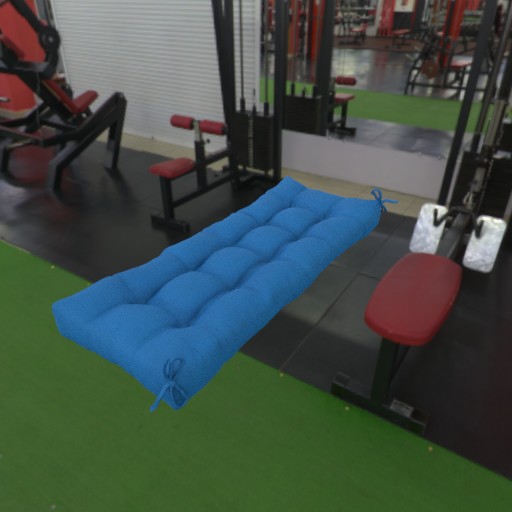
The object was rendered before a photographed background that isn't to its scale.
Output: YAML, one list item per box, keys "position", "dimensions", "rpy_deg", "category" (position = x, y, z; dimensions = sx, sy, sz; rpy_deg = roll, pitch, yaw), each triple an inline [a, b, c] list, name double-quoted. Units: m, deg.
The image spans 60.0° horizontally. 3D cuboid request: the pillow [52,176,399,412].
- position: [0.000, 0.000, 1.396]
  dimensions: [0.511, 0.174, 1.194]
  rpy_deg: [20, 36, 30]
  category: "pillow"
